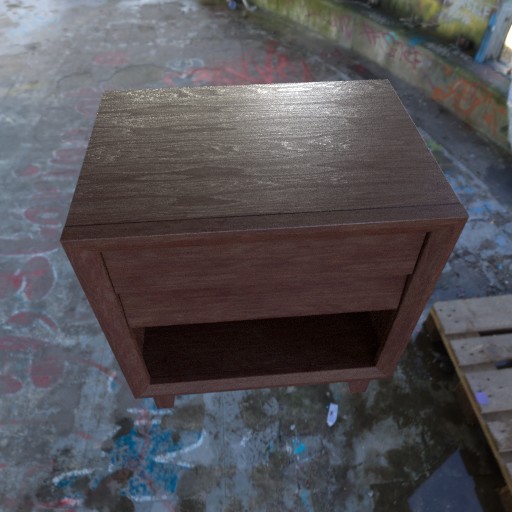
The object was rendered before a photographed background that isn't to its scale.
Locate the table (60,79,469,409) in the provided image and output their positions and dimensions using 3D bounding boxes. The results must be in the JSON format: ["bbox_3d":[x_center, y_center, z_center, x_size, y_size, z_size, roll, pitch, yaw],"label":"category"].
[{"bbox_3d":[0.000,0.000,0.975,0.557,0.609,0.449,-4,48,-3],"label":"table"}]
